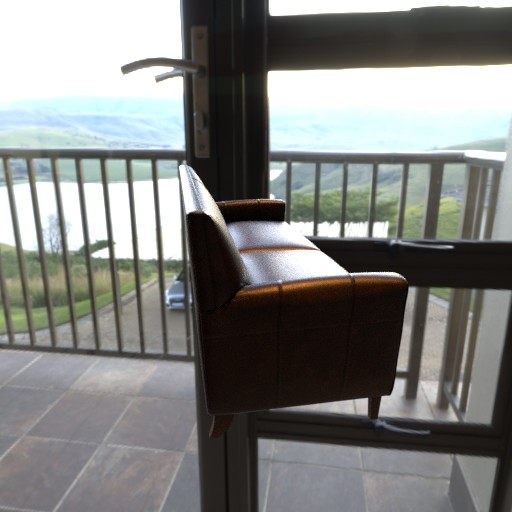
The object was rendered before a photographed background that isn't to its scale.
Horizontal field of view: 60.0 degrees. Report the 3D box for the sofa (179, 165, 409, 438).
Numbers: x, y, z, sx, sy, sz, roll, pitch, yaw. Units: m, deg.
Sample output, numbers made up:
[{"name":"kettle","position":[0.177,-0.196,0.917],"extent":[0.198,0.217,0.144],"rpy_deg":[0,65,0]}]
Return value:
[{"name":"sofa","position":[0.000,0.000,2.463],"extent":[0.786,0.871,1.995],"rpy_deg":[-3,16,-10]}]
